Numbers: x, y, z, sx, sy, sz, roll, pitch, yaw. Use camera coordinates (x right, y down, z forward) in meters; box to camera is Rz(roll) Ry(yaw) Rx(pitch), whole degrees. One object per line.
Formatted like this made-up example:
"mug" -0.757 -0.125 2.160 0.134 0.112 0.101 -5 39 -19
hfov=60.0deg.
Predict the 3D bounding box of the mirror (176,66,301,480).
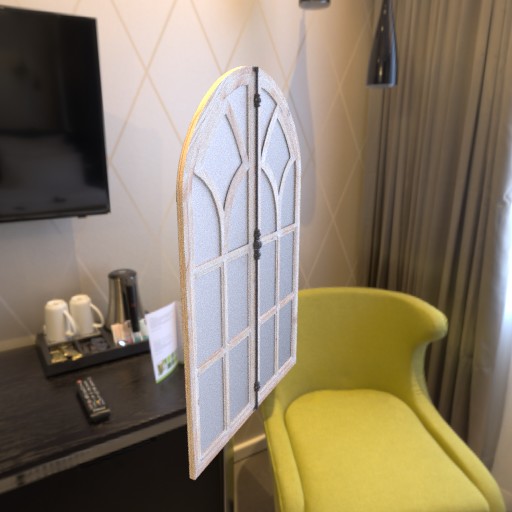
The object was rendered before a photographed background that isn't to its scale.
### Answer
"mirror" 0.000 0.000 1.154 0.032 0.915 0.609 8 17 26
